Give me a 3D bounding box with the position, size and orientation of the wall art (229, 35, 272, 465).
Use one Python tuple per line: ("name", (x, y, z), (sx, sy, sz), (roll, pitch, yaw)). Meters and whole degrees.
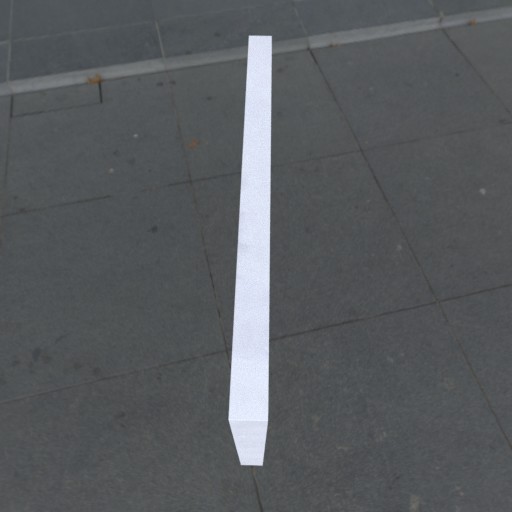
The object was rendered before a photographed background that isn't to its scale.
("wall art", (0.000, 0.000, 0.755), (0.038, 0.407, 0.609), (1, 59, 1))
